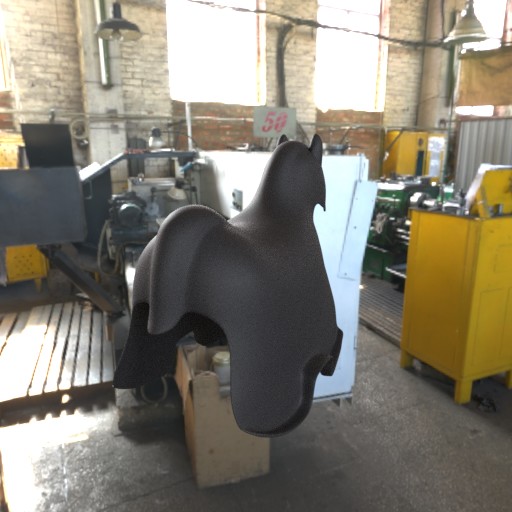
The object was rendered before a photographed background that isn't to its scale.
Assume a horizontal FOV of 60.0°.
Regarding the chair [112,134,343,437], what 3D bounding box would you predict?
[{"bbox_3d":[0.000,0.000,1.128,0.429,0.612,0.800,7,15,27],"label":"chair"}]
